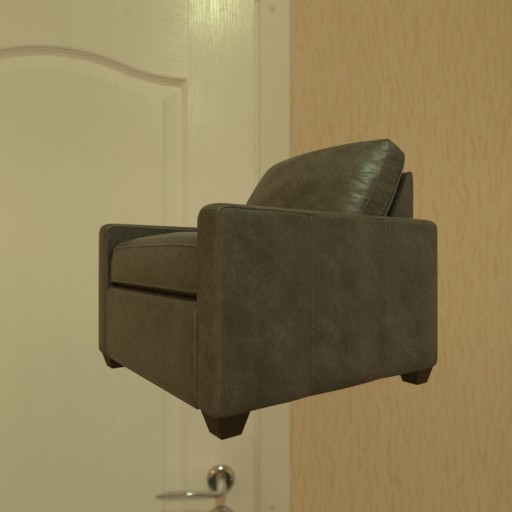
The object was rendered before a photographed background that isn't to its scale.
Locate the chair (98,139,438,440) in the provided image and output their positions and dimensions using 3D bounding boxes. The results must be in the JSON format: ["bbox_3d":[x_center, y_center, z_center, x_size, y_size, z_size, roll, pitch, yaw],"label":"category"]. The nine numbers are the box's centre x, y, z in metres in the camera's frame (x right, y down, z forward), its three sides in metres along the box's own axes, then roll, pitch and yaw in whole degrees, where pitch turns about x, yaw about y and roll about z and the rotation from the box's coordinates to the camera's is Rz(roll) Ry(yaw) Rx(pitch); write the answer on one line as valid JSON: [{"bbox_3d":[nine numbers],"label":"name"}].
[{"bbox_3d":[0.000,0.000,1.730,0.939,0.916,1.006,0,0,-36],"label":"chair"}]
